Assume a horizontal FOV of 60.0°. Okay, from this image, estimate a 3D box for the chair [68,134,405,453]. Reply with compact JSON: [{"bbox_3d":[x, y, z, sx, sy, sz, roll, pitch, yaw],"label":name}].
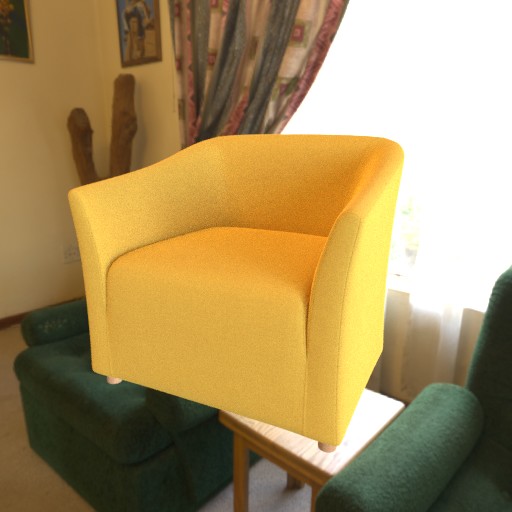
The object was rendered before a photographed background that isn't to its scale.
[{"bbox_3d":[0.000,0.000,1.355,0.790,0.720,0.700,7,17,25],"label":"chair"}]
